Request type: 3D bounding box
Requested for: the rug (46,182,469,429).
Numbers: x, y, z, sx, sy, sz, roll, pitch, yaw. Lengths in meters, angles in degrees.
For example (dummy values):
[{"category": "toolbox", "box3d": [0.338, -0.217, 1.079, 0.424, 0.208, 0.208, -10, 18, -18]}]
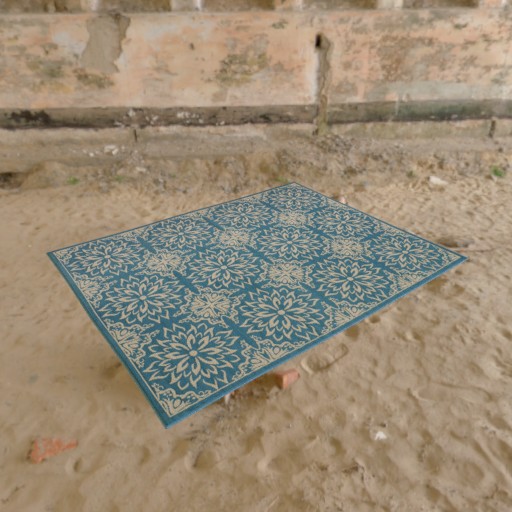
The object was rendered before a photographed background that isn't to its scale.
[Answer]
[{"category": "rug", "box3d": [0.000, 0.000, 3.939, 2.964, 0.018, 2.350, -21, 36, -31]}]
